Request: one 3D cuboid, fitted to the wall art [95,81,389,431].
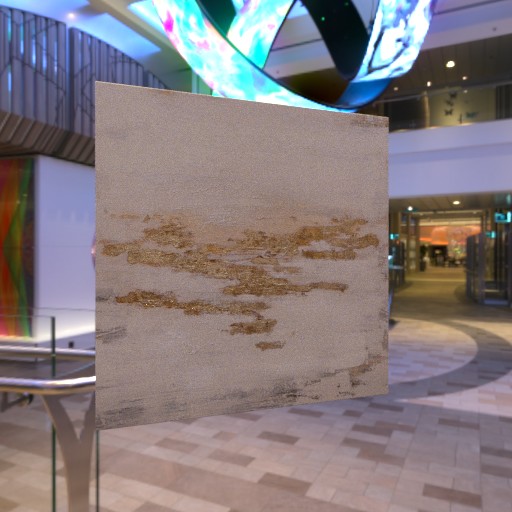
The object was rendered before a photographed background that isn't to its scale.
[{"bbox_3d":[0.000,0.000,0.897,0.611,0.613,0.040,0,0,-20],"label":"wall art"}]
